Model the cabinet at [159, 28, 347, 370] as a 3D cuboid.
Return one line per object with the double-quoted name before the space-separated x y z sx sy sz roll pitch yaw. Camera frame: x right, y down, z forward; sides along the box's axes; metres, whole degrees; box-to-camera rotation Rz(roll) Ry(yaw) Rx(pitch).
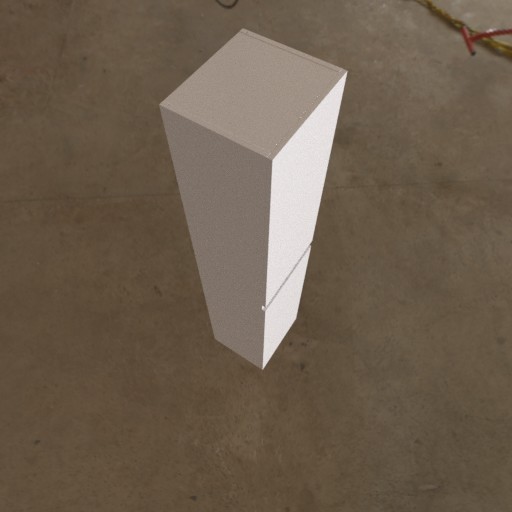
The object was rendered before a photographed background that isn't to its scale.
"cabinet" 0.000 0.000 1.523 0.269 1.400 0.300 30 64 16
